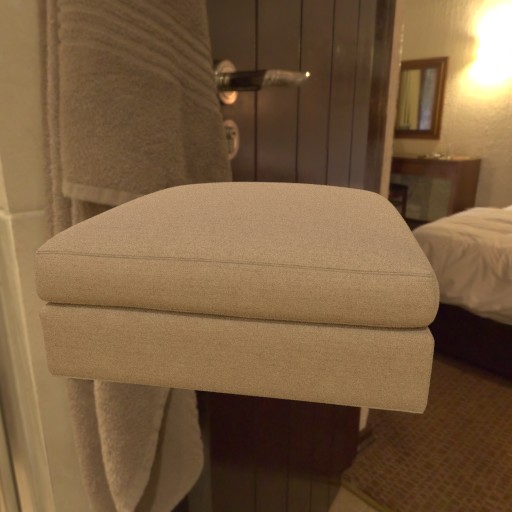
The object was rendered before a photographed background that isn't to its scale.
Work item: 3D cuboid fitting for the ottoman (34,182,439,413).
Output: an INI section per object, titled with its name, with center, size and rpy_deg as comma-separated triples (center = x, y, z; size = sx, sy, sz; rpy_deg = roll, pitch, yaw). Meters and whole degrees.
[ottoman]
center = 0.000, 0.000, 1.579
size = 1.041, 0.470, 1.041
rpy_deg = 3, 17, 9
